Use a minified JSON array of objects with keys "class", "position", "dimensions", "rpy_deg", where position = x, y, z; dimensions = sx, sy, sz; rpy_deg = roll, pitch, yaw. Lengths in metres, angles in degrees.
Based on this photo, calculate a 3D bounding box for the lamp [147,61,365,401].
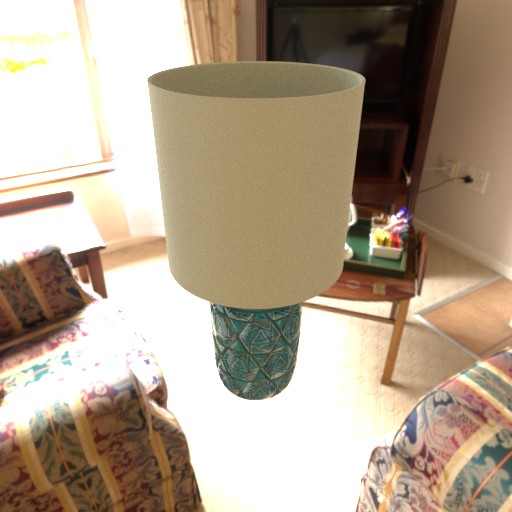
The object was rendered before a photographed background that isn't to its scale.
[{"class":"lamp","position":[0.000,0.000,0.496],"dimensions":[0.193,0.377,0.193],"rpy_deg":[11,33,17]}]
